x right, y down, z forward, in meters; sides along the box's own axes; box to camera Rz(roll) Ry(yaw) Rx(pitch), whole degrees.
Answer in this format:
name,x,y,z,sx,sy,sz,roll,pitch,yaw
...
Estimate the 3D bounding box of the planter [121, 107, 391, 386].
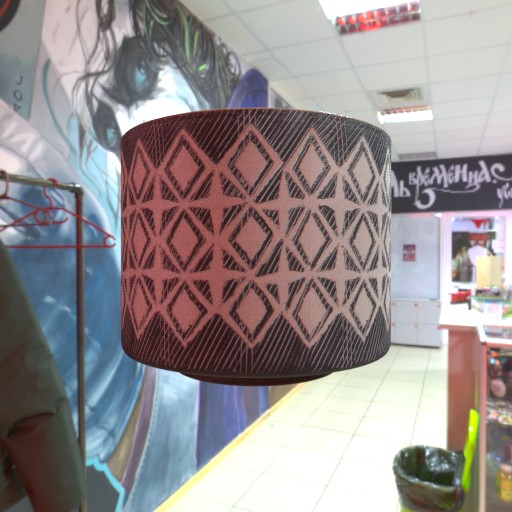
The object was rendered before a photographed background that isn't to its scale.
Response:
name,x,y,z,sx,sy,sz,roll,pitch,yaw
planter,0.000,0.000,0.217,0.126,0.104,0.126,0,0,0
